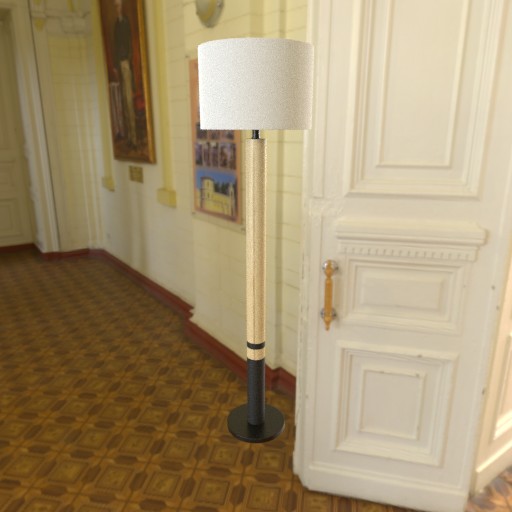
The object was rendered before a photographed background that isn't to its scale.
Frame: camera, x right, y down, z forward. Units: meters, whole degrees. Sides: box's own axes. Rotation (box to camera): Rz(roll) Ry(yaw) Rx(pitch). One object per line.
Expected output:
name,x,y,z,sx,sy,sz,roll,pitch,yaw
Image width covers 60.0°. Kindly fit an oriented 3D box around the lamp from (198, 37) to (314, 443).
lamp,0.000,0.000,1.665,0.381,1.478,0.381,3,17,9
